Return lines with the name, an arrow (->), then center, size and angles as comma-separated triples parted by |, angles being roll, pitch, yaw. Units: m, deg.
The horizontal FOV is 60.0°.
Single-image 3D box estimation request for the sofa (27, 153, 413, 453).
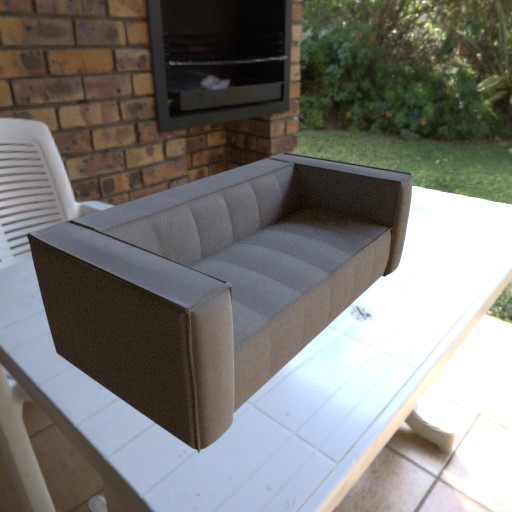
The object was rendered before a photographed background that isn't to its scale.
sofa -> 0.000, 0.000, 2.455 | 1.038, 0.680, 1.995 | 18, 31, 33
